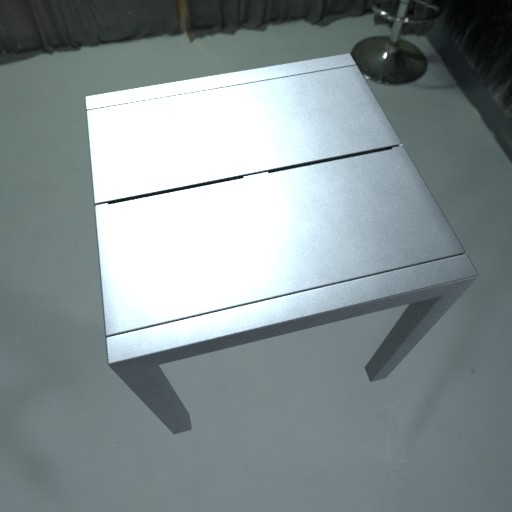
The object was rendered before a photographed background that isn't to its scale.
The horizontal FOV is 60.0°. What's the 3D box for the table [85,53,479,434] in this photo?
[{"bbox_3d":[0.000,0.000,0.920,0.508,0.508,0.508,-12,60,-7],"label":"table"}]
